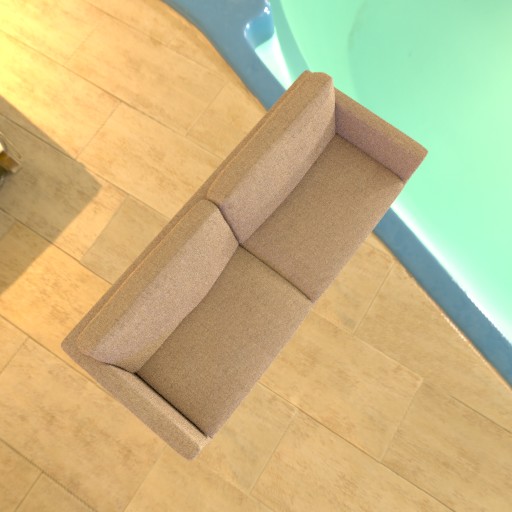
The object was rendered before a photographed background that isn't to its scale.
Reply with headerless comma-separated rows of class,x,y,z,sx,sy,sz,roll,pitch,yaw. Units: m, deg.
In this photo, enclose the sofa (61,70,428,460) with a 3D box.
sofa,0.000,0.000,2.739,0.951,0.965,2.208,37,78,9
